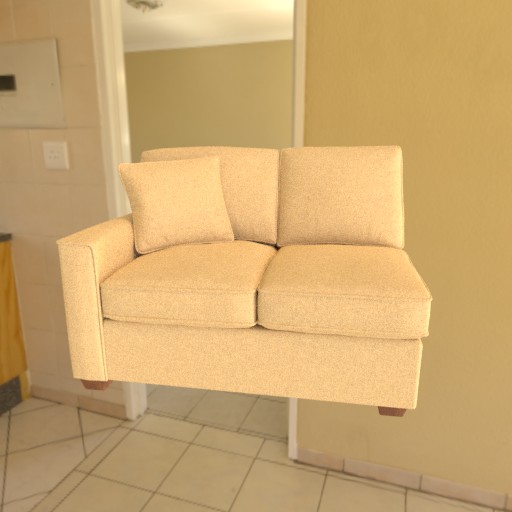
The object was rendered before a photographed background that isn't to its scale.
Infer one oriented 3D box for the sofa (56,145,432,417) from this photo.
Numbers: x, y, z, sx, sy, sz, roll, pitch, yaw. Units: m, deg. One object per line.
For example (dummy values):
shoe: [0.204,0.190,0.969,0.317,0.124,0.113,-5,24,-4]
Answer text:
sofa: [0.000,0.000,2.047,1.388,0.989,0.991,2,14,9]
